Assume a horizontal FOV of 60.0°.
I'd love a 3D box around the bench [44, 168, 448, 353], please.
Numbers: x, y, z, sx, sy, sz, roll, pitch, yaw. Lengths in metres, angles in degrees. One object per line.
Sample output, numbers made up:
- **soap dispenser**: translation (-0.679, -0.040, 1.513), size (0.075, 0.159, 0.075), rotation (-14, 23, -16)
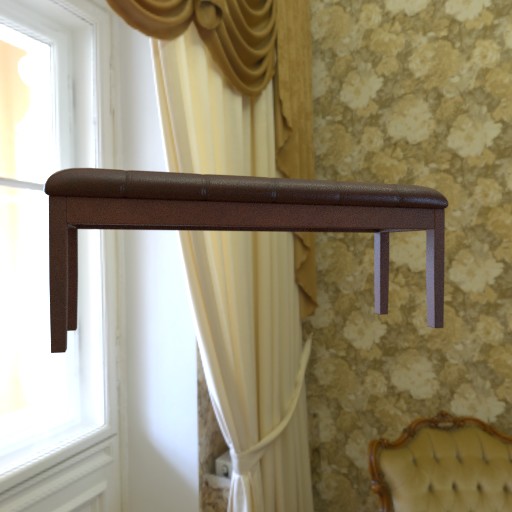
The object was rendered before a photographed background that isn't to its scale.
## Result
- **bench**: translation (0.000, 0.000, 1.495), size (1.259, 0.491, 0.401), rotation (0, 1, -18)
